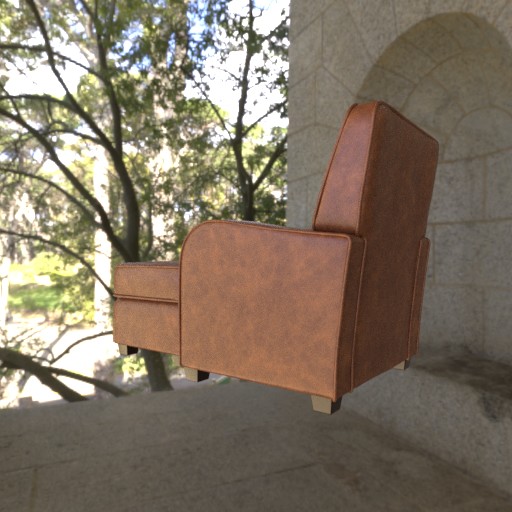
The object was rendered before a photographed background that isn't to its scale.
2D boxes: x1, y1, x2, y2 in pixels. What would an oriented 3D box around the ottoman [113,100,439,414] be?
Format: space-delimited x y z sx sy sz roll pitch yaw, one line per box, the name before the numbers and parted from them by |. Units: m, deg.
ottoman | 0.000 0.000 1.846 1.314 0.904 0.732 0 0 37
